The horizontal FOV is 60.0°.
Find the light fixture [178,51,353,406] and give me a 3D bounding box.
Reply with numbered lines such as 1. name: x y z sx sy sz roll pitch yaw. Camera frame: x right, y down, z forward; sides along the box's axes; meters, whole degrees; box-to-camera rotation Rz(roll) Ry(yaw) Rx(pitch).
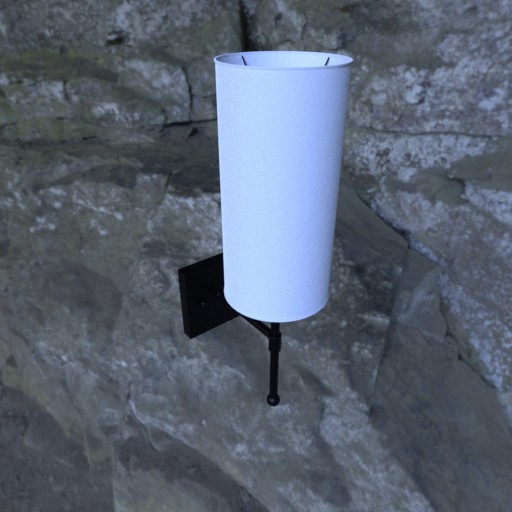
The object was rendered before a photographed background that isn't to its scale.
1. light fixture: 0.000 0.000 0.555 0.128 0.462 0.208 -22 37 -33
